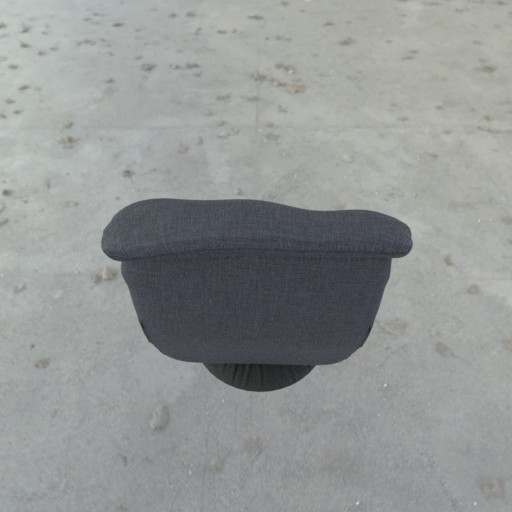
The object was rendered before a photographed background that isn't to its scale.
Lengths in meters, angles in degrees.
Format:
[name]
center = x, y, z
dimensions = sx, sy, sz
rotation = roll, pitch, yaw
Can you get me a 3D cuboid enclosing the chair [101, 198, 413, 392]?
[chair]
center = 0.000, 0.000, 1.214
dimensions = 0.597, 0.749, 0.668
rotation = 1, 46, 1
